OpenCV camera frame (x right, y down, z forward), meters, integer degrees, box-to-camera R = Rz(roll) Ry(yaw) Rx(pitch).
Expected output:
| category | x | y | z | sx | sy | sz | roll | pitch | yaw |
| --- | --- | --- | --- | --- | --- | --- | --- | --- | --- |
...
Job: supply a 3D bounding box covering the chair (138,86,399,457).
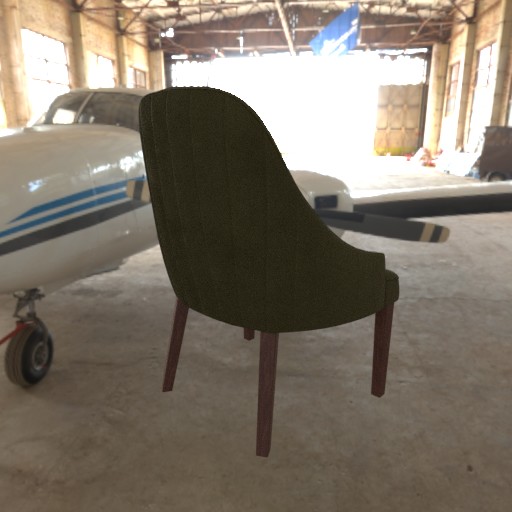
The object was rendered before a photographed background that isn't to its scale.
| category | x | y | z | sx | sy | sz | roll | pitch | yaw |
| --- | --- | --- | --- | --- | --- | --- | --- | --- | --- |
| chair | 0.000 | 0.000 | 1.293 | 0.643 | 0.889 | 0.575 | 14 | 20 | 42 |
